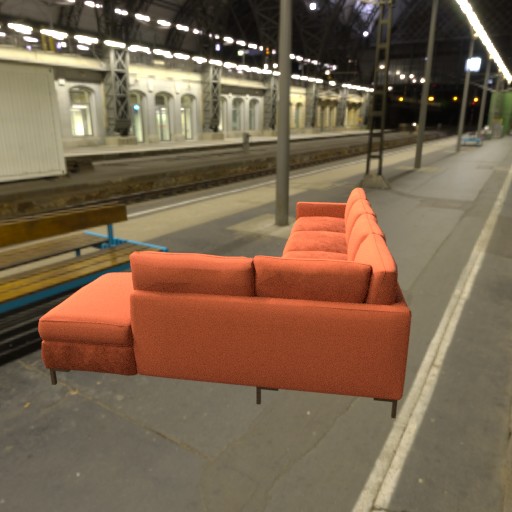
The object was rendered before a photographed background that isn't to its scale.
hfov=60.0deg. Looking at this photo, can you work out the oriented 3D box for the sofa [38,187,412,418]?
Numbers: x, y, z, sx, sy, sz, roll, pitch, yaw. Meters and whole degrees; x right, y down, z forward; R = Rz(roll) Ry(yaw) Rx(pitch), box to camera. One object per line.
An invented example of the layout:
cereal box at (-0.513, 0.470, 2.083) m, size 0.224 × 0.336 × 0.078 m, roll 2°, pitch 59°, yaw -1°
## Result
sofa at (0.000, 0.000, 3.430) m, size 1.879 × 0.757 × 2.736 m, roll 3°, pitch 17°, yaw 9°
